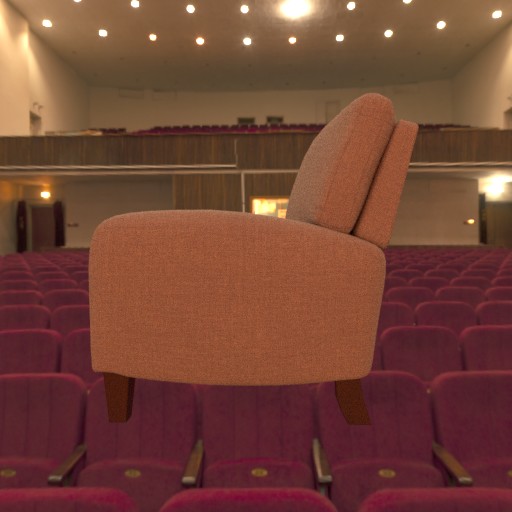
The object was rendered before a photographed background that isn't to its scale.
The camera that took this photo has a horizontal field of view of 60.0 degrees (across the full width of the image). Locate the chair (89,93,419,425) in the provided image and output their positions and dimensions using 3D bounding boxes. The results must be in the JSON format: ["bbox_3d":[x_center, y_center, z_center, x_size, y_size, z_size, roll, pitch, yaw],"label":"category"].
[{"bbox_3d":[0.000,0.000,1.633,0.990,0.990,0.762,0,0,1],"label":"chair"}]
